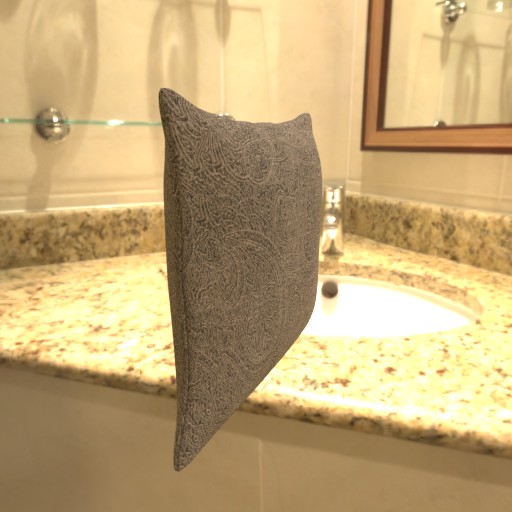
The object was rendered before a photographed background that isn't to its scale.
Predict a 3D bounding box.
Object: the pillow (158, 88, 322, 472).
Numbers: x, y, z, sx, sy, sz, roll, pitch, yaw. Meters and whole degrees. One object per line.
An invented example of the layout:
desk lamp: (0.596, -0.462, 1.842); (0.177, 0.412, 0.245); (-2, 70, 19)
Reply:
pillow: (0.000, 0.000, 0.785); (0.166, 0.510, 0.523); (7, 16, 24)
